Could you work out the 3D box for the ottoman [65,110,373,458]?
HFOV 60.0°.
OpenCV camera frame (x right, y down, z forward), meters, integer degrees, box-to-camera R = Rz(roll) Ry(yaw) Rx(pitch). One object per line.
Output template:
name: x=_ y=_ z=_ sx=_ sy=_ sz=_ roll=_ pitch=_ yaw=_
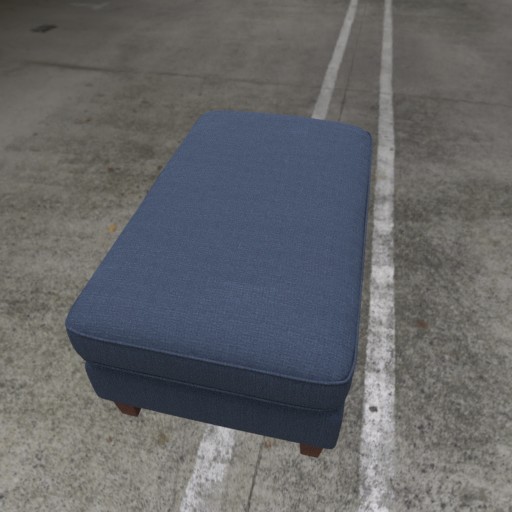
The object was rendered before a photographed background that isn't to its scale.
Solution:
ottoman: x=0.000 y=0.000 z=1.186 sx=0.570 sy=0.438 sz=0.885 roll=9 pitch=45 yaw=9
